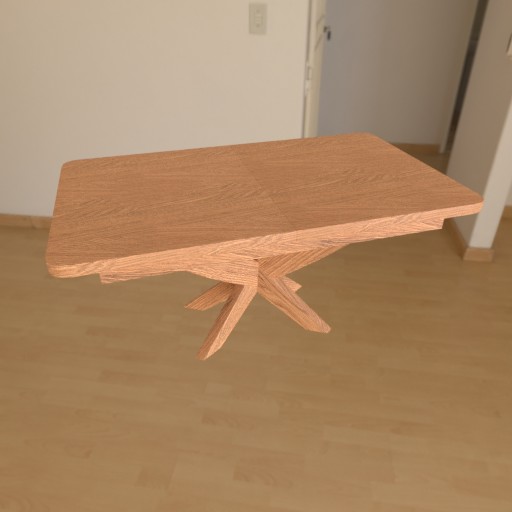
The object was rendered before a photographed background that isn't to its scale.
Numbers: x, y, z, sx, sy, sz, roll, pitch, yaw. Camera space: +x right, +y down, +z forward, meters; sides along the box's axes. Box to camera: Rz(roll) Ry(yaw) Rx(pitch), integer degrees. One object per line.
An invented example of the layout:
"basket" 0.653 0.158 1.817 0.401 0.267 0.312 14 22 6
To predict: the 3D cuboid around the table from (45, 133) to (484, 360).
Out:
"table" 0.000 0.000 2.089 1.600 0.770 0.950 -9 33 -14
